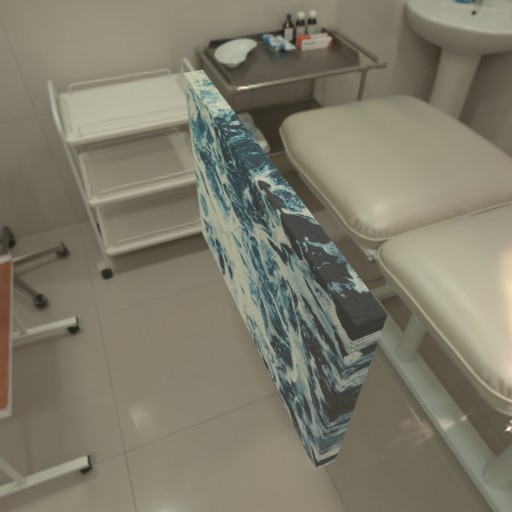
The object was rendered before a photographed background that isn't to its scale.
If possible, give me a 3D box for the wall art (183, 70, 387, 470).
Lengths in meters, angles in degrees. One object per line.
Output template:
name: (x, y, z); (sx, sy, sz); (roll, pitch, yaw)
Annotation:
wall art: (0.000, 0.000, 0.775); (0.043, 0.407, 0.609); (-16, 48, -15)
